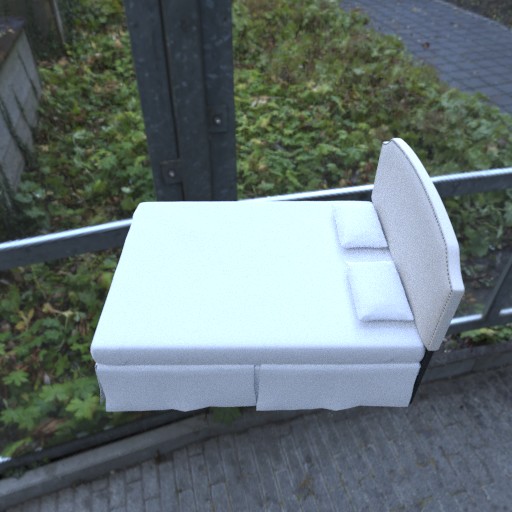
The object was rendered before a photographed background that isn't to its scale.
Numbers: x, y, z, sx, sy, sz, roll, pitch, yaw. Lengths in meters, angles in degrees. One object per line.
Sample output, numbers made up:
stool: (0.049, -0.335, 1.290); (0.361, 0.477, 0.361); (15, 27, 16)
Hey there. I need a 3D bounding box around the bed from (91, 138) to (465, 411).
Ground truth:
bed: (0.000, 0.000, 2.975); (1.999, 1.270, 1.558); (0, 41, 0)
